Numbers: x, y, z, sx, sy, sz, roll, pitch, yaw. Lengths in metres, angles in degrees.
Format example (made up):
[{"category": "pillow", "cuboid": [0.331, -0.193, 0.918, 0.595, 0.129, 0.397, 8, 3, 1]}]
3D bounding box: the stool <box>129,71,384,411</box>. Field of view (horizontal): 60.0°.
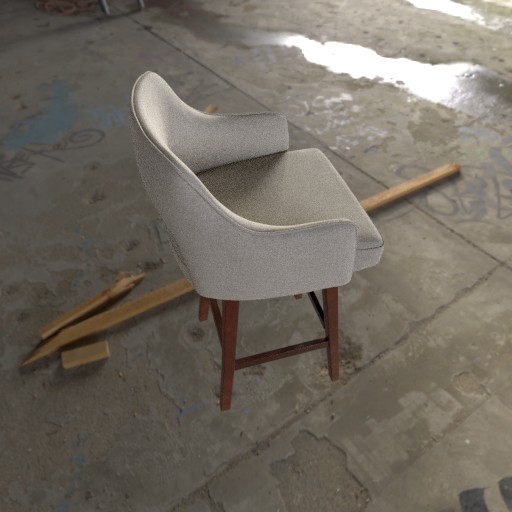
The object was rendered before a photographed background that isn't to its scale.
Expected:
[{"category": "stool", "cuboid": [0.000, 0.000, 1.340, 0.560, 1.041, 0.550, -12, 47, -11]}]
